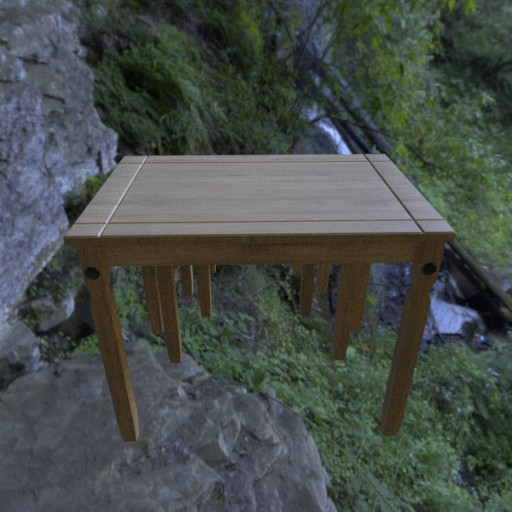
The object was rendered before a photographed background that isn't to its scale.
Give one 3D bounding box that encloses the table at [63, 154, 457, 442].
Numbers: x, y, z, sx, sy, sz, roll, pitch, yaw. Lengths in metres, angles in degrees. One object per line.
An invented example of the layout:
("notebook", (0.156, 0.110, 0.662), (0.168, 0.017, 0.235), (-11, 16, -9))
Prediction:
("table", (0.000, 0.000, 1.209), (0.660, 0.535, 0.773), (-1, 30, -1))
